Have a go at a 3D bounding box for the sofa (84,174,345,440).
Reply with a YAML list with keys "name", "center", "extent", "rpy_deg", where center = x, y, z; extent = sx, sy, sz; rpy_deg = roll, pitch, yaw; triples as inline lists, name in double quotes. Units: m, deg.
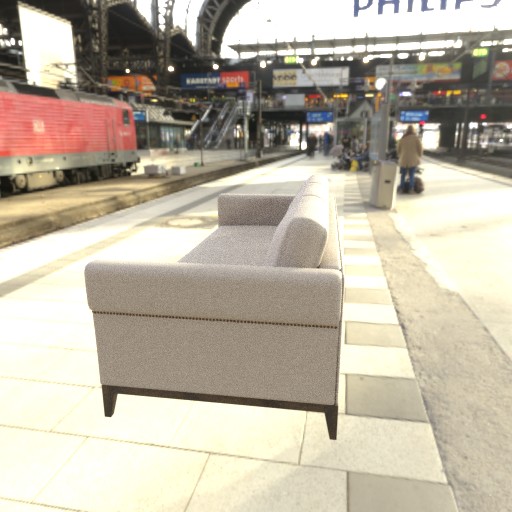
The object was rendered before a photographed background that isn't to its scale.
- name: "sofa"
  center: [0.000, 0.000, 2.678]
  extent: [0.959, 0.838, 2.210]
  rpy_deg: [2, 15, 9]
